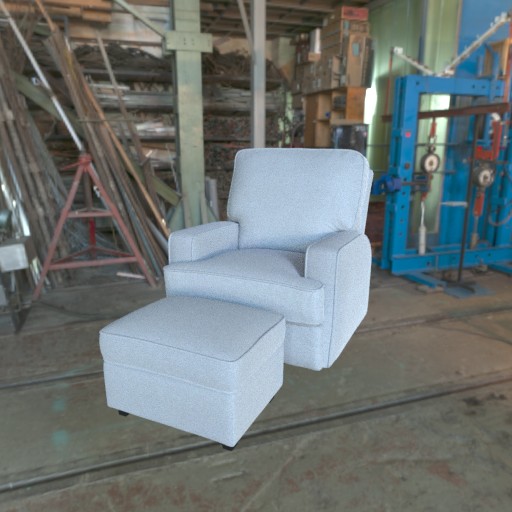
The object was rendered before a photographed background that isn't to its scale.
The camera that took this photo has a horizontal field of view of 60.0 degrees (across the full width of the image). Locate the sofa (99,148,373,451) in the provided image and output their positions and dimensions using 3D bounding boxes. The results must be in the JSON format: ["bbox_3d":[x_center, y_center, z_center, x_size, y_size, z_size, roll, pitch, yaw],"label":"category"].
[{"bbox_3d":[0.000,0.000,2.041,0.861,0.959,1.472,7,16,25],"label":"sofa"}]
